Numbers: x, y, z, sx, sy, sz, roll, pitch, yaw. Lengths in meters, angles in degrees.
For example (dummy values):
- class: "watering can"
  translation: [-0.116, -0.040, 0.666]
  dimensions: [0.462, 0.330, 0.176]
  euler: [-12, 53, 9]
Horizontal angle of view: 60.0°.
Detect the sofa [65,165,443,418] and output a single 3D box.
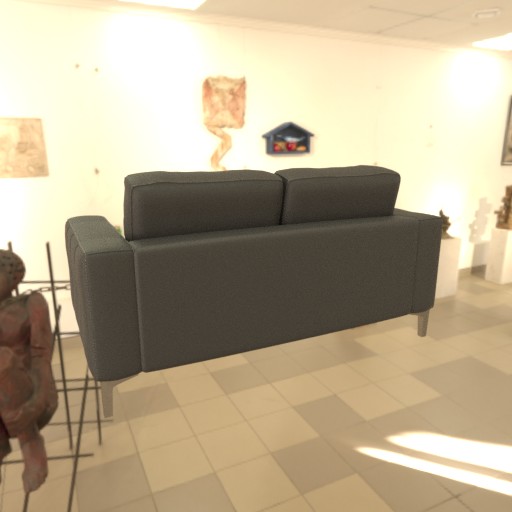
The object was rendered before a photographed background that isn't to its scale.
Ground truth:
- class: "sofa"
  translation: [0.000, 0.000, 2.236]
  dimensions: [1.726, 0.893, 0.833]
  euler: [-7, 16, -25]
